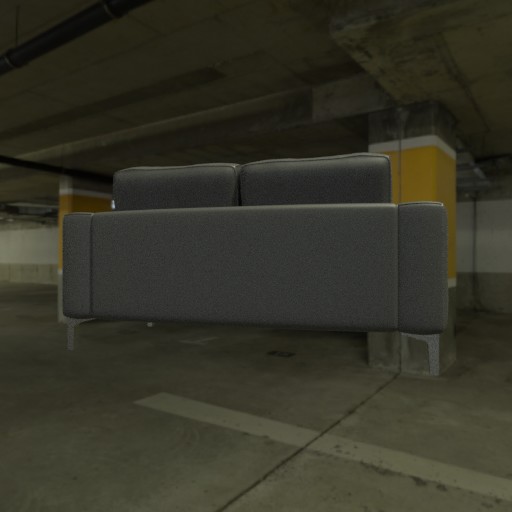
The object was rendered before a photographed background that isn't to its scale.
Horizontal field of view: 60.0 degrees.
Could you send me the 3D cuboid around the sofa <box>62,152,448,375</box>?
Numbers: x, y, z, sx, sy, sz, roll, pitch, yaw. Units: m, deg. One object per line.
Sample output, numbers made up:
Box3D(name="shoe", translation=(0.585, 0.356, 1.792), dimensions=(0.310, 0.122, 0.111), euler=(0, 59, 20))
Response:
Box3D(name="sofa", translation=(0.000, 0.000, 2.251), dimensions=(1.726, 0.892, 0.833), euler=(0, 0, 16))
